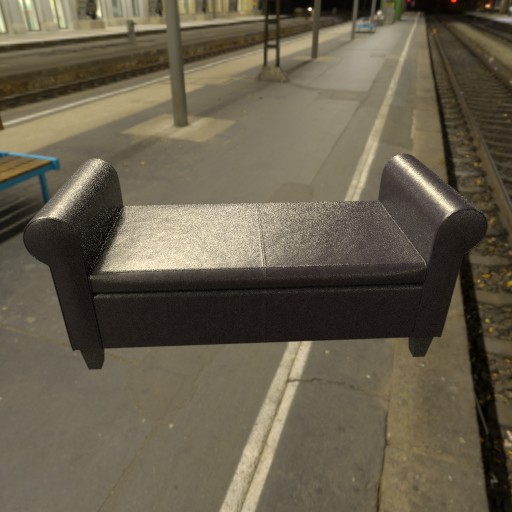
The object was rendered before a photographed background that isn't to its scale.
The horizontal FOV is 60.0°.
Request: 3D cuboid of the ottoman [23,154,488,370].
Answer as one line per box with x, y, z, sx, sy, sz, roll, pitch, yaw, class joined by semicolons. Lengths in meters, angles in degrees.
0.000;0.000;1.515;1.256;0.547;0.521;-2;30;-3;ottoman
